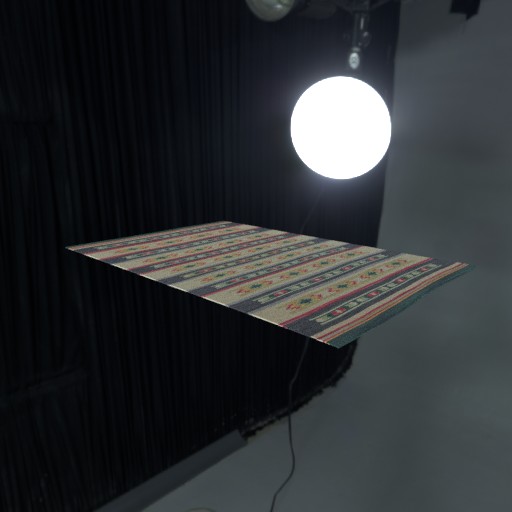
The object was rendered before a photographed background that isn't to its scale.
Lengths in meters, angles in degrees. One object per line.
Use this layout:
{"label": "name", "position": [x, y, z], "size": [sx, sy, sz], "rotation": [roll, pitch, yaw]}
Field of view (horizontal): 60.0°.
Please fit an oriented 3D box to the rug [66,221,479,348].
{"label": "rug", "position": [0.000, 0.000, 2.920], "size": [2.311, 0.010, 1.522], "rotation": [13, 20, 42]}
